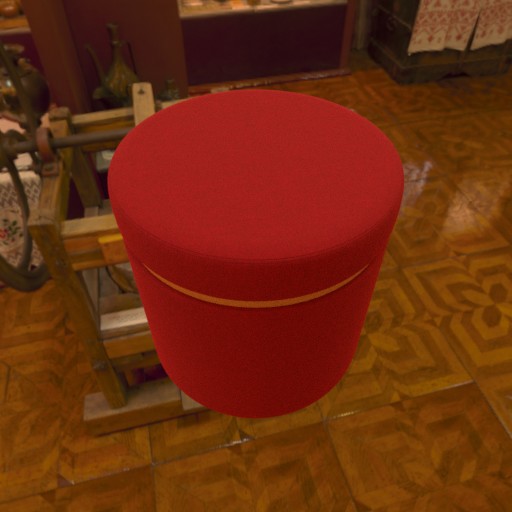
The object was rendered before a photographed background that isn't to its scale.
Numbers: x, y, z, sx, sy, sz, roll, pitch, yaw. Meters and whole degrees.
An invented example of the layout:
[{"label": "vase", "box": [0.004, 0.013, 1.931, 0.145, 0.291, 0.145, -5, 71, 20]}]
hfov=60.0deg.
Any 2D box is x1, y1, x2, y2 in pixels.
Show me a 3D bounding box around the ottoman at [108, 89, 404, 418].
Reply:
[{"label": "ottoman", "box": [0.000, 0.000, 0.743, 0.400, 0.406, 0.400, 0, 46, 0]}]
